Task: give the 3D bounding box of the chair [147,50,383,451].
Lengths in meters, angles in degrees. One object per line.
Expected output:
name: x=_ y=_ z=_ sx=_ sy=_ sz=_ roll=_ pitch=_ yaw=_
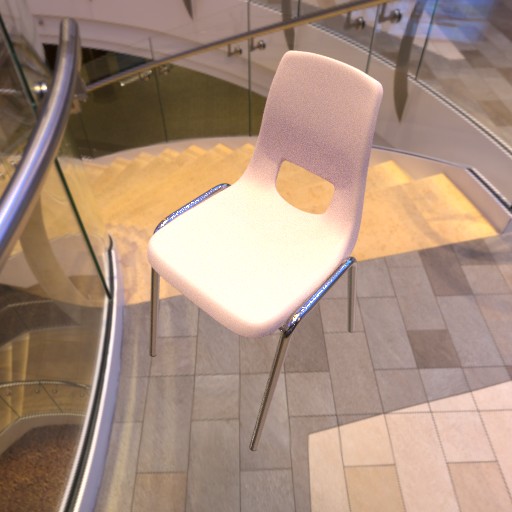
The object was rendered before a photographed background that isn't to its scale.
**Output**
chair: x=0.000 y=0.000 z=0.946 sx=0.381 sy=0.704 sz=0.436 roll=34 pitch=56 yaw=27
